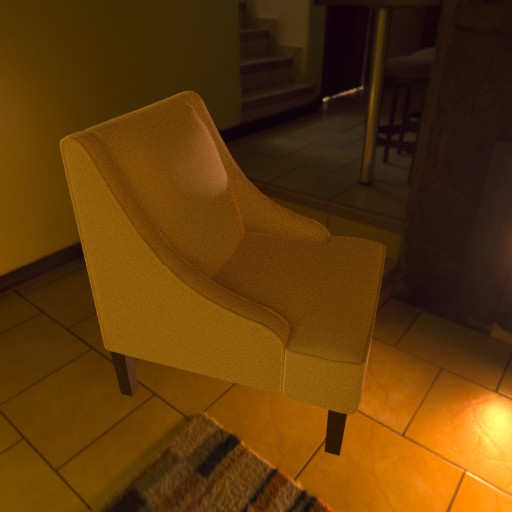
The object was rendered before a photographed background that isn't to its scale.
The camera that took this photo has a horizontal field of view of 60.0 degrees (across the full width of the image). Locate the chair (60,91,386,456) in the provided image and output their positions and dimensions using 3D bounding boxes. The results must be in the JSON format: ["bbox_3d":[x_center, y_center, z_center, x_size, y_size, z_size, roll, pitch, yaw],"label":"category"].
[{"bbox_3d":[0.000,0.000,1.451,0.806,0.886,0.689,10,32,16],"label":"chair"}]
